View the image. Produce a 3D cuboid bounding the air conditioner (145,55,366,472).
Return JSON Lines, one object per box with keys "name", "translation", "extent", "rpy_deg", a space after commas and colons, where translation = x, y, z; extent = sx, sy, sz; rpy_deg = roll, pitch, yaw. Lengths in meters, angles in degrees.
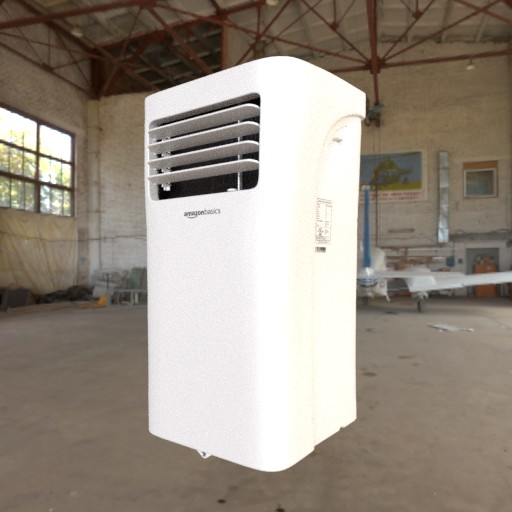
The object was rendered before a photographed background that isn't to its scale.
{"name": "air conditioner", "translation": [0.000, 0.000, 0.911], "extent": [0.352, 0.716, 0.369], "rpy_deg": [-1, -1, 36]}
